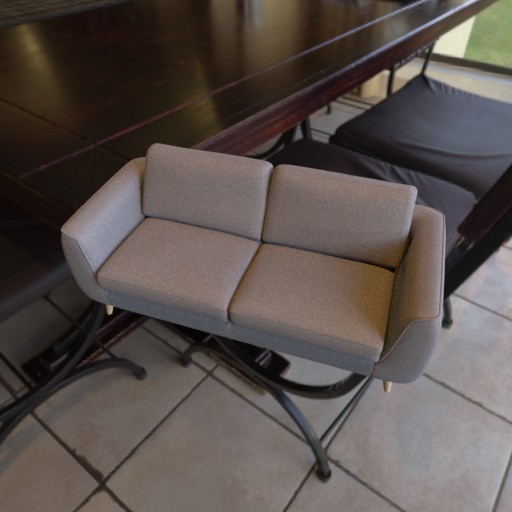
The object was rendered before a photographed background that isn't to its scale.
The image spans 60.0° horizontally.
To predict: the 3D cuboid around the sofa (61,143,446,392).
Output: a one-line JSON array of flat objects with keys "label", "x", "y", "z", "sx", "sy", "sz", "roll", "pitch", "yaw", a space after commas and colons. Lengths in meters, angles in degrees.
[{"label": "sofa", "x": 0.000, "y": 0.000, "z": 2.604, "sx": 2.000, "sy": 0.870, "sz": 0.920, "roll": 13, "pitch": 43, "yaw": 14}]
